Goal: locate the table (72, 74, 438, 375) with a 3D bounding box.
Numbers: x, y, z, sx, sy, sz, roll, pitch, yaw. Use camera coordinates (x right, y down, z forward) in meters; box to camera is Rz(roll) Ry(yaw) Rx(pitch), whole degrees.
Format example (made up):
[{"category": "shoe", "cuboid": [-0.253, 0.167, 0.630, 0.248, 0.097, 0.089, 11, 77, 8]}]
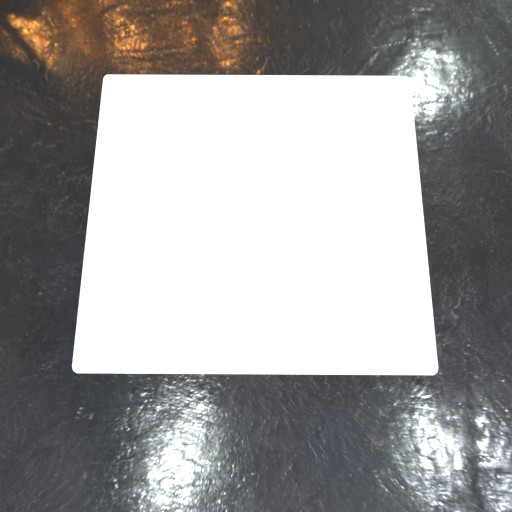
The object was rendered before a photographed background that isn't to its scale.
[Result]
[{"category": "table", "cuboid": [0.000, 0.000, 0.972, 0.533, 0.563, 0.500, 0, 75, 0]}]
